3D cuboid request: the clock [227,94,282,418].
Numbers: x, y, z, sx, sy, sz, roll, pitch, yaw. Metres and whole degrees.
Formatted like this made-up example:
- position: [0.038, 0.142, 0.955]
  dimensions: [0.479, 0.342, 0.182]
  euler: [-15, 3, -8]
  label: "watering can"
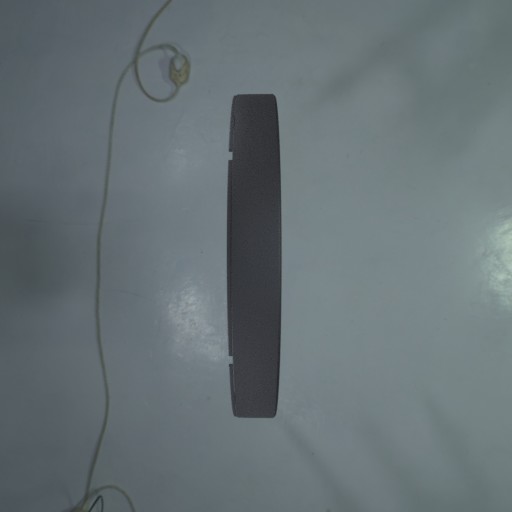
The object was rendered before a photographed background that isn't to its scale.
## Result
- position: [0.000, 0.000, 0.427]
  dimensions: [0.040, 0.293, 0.293]
  euler: [0, 89, 0]
  label: "clock"
